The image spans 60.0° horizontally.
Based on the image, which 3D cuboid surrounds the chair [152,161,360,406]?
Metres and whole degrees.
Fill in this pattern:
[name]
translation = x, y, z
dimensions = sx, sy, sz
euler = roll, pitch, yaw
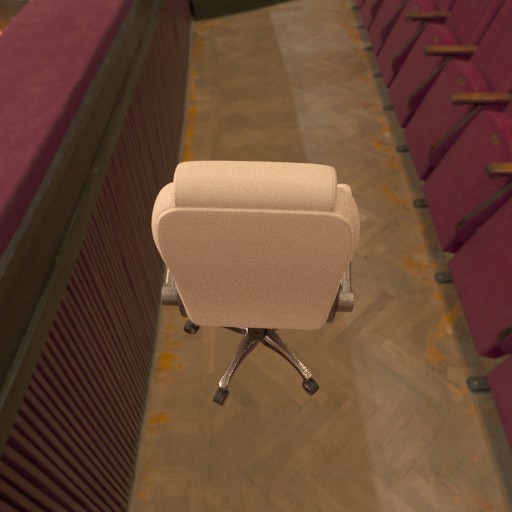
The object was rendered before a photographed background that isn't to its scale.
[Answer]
[chair]
translation = 0.000, 0.000, 1.788
dimensions = 0.755, 1.330, 0.806
euler = 2, 47, 2
